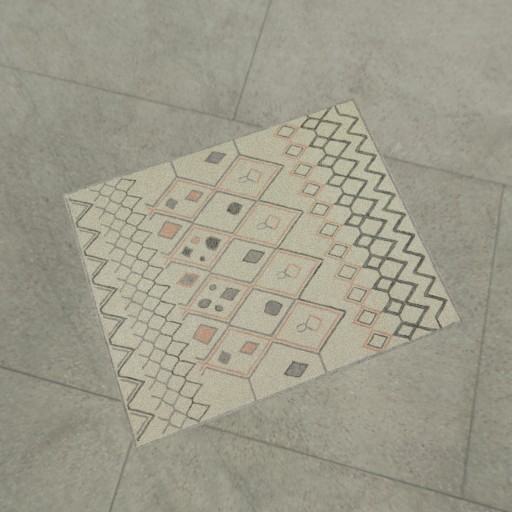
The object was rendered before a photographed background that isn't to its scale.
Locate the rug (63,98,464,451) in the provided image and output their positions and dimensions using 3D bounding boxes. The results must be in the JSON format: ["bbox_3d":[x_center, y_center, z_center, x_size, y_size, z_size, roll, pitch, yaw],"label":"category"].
[{"bbox_3d":[0.000,0.000,4.104,3.050,0.016,2.441,-20,76,-5],"label":"rug"}]
